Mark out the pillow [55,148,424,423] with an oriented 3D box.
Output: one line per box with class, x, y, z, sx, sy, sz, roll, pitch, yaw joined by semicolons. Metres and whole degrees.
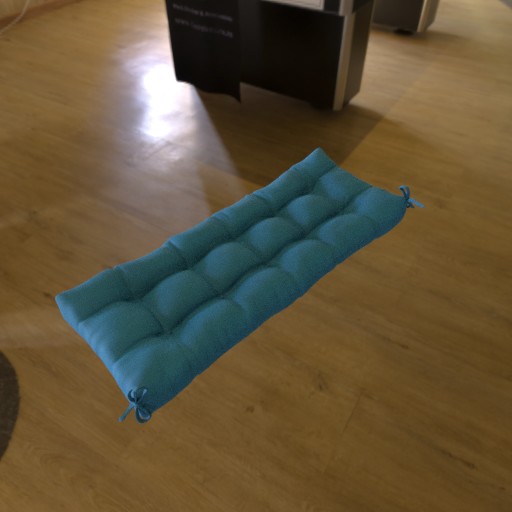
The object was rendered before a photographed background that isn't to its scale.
pillow;0.000;0.000;1.408;1.194;0.174;0.511;-34;55;-28
